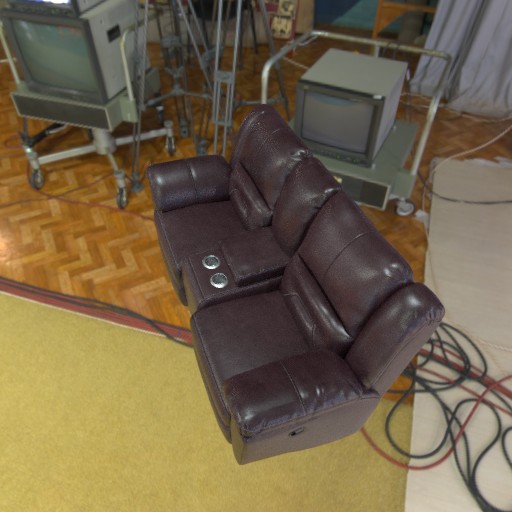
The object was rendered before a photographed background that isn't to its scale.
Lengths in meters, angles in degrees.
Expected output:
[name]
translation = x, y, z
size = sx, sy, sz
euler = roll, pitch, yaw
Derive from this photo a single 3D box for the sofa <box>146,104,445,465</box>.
[sofa]
translation = 0.000, 0.000, 2.637
size = 0.991, 1.043, 2.058
euler = -15, 47, -14
